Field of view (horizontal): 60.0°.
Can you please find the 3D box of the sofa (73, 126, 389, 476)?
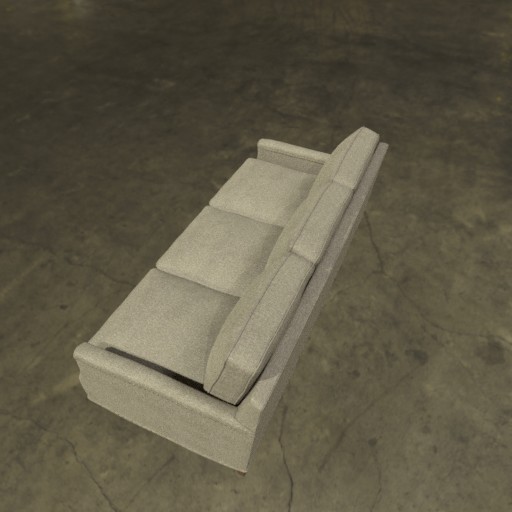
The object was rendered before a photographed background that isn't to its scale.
[{"bbox_3d":[0.000,0.000,2.809,1.084,1.003,2.246,18,48,17],"label":"sofa"}]
